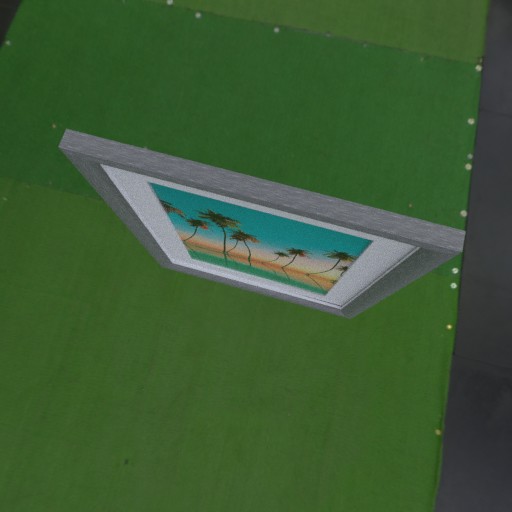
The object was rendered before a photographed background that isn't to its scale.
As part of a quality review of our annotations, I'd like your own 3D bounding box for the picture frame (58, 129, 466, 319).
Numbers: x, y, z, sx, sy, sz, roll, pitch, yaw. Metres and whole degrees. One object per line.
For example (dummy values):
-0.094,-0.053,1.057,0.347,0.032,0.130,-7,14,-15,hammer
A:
0.000,0.000,0.752,0.454,0.559,0.029,15,76,4,picture frame
